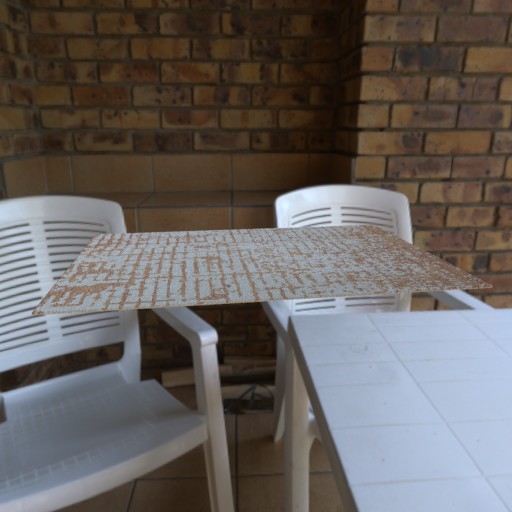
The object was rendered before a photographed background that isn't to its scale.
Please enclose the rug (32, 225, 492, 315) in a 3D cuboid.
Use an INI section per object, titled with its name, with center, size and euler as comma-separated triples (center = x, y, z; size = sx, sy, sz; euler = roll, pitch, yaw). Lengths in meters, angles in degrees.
[rug]
center = 0.000, 0.000, 2.307
size = 1.829, 0.011, 1.219
euler = -3, 17, -9
